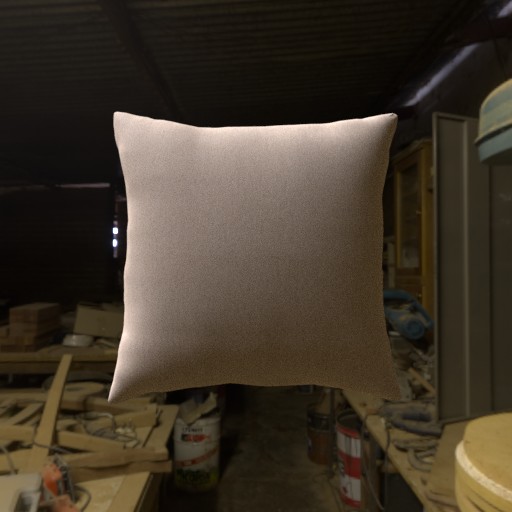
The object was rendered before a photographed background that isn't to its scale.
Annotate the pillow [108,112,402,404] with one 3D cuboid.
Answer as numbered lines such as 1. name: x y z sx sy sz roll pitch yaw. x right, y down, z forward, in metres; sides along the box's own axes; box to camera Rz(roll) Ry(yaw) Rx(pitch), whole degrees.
1. pillow: 0.000 0.000 0.664 0.433 0.436 0.173 0 -1 -1
